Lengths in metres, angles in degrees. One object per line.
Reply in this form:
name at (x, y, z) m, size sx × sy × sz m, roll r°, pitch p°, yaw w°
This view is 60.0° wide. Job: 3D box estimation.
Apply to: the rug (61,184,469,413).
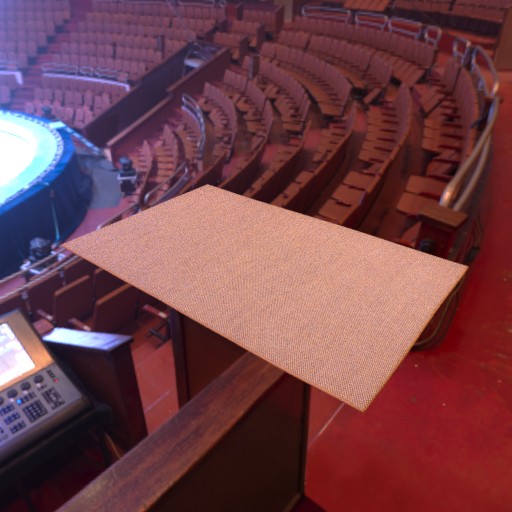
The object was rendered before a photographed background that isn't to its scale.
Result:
rug at (0.000, 0.000, 2.144) m, size 1.678 × 0.013 × 1.078 m, roll 22°, pitch 37°, yaw 32°
